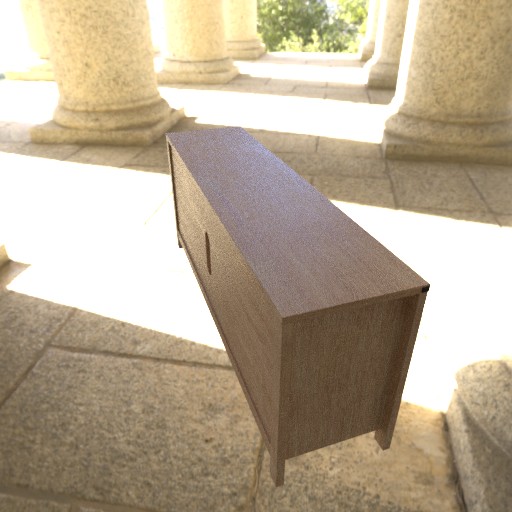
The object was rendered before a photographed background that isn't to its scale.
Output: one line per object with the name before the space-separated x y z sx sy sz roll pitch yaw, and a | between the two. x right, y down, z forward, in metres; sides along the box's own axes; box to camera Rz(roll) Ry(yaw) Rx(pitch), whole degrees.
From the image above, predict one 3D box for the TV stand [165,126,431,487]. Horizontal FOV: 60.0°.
TV stand | 0.000 0.000 1.733 0.398 0.610 1.466 -10 33 -17
